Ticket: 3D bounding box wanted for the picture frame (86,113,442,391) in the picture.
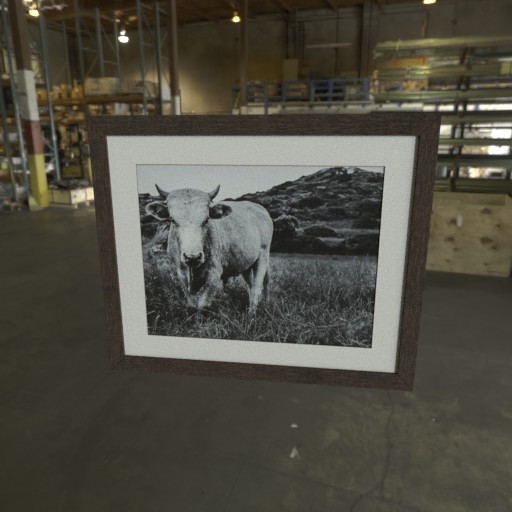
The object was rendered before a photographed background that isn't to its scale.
[{"bbox_3d":[0.000,0.000,0.748,0.546,0.455,0.026,2,15,7],"label":"picture frame"}]
